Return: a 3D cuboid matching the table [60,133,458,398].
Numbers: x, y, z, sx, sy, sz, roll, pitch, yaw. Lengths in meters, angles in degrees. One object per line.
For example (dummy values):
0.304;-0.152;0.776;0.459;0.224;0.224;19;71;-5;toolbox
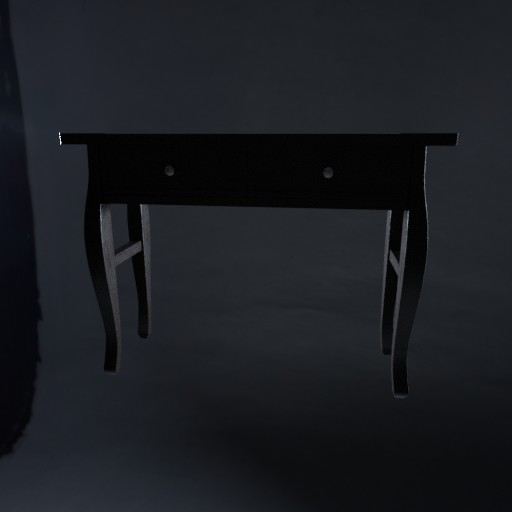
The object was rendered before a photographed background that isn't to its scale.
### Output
0.000;0.000;1.439;1.062;0.768;0.373;2;16;8;table
